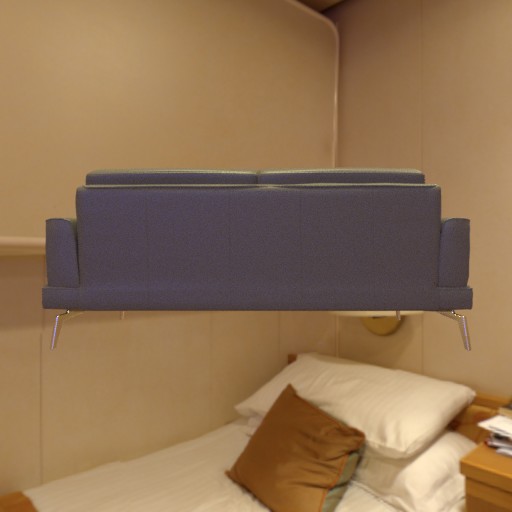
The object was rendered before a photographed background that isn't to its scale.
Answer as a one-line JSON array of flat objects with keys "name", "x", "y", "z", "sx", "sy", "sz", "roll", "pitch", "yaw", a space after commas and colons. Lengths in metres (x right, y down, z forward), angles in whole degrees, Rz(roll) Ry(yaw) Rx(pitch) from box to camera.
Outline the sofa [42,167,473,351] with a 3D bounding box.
[{"name": "sofa", "x": 0.000, "y": 0.000, "z": 2.701, "sx": 2.177, "sy": 0.930, "sz": 1.121, "roll": 0, "pitch": 0, "yaw": 1}]
